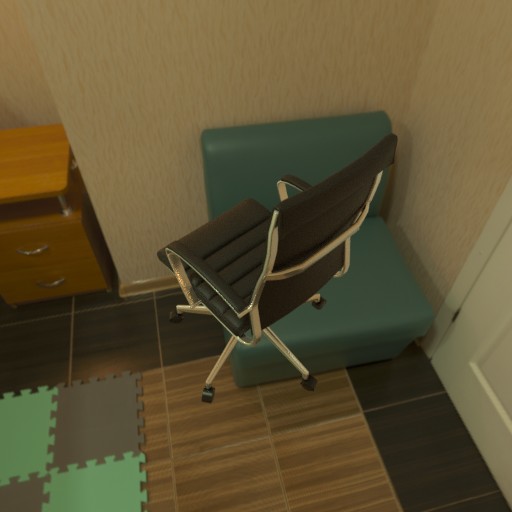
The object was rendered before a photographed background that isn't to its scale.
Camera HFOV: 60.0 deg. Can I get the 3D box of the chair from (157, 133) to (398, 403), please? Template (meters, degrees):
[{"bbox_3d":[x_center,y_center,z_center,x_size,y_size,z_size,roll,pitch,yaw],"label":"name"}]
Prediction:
[{"bbox_3d":[0.000,0.000,1.652,0.766,1.149,0.739,-34,56,-27],"label":"chair"}]
